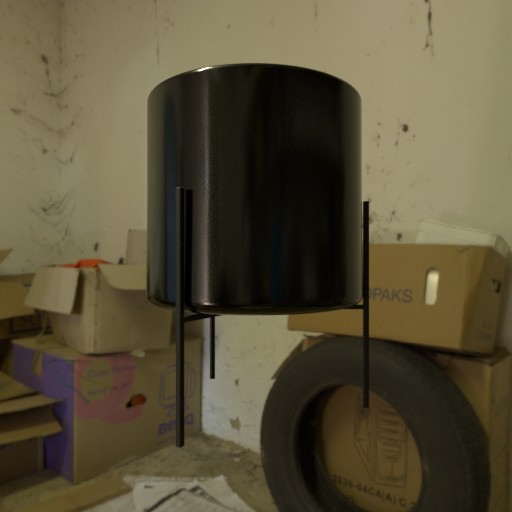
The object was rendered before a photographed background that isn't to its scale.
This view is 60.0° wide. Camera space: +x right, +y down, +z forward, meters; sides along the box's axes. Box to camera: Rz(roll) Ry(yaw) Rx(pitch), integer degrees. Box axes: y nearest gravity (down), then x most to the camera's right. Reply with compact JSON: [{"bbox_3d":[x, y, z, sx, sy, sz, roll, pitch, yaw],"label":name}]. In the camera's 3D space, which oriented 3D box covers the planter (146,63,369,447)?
[{"bbox_3d":[0.000,0.000,0.635,0.310,0.432,0.310,0,0,17],"label":"planter"}]
